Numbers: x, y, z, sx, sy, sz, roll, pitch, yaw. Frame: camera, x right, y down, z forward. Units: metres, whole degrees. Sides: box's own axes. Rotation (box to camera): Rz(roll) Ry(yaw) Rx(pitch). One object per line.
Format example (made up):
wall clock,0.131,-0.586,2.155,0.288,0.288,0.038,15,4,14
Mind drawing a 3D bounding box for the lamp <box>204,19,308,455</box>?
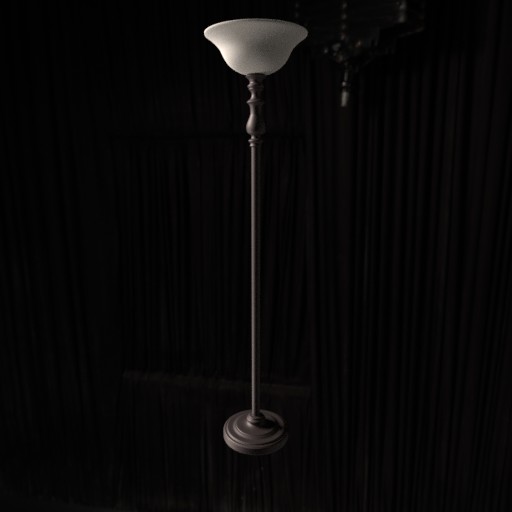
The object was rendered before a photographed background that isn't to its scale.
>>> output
lamp,0.000,0.000,1.951,0.405,1.797,0.405,2,13,8
